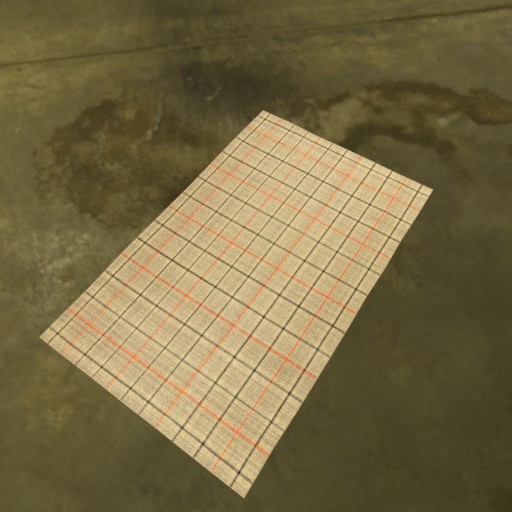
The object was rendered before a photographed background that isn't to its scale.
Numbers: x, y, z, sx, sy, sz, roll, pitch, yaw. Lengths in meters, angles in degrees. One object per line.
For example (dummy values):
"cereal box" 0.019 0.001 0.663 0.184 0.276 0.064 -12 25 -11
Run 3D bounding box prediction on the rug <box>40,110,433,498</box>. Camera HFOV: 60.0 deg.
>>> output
"rug" 0.000 0.000 2.992 1.524 0.015 2.439 30 63 17
